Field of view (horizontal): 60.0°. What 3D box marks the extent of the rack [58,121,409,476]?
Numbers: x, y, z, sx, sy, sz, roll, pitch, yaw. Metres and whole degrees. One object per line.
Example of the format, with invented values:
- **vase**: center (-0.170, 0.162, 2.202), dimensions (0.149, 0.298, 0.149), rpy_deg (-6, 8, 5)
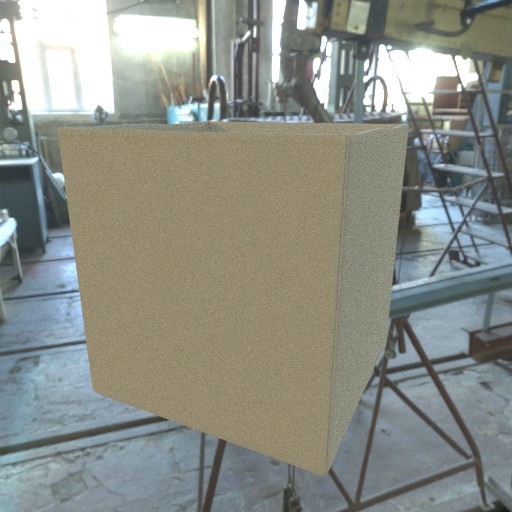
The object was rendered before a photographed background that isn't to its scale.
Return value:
- **rack**: center (0.000, 0.000, 0.494), dimensions (0.270, 0.280, 0.270), rpy_deg (9, 20, 25)
